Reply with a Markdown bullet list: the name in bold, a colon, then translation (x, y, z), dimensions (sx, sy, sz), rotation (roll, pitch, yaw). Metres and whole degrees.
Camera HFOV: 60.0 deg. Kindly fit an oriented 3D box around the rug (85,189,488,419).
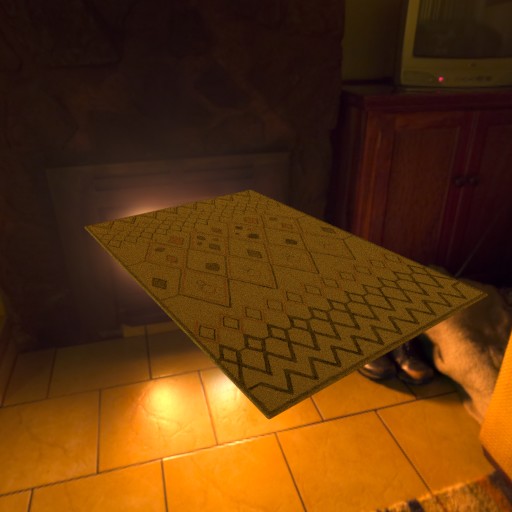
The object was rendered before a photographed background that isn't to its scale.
- **rug**: translation (0.000, 0.000, 2.309), dimensions (1.219, 0.016, 1.829), rotation (-18, 31, -31)
